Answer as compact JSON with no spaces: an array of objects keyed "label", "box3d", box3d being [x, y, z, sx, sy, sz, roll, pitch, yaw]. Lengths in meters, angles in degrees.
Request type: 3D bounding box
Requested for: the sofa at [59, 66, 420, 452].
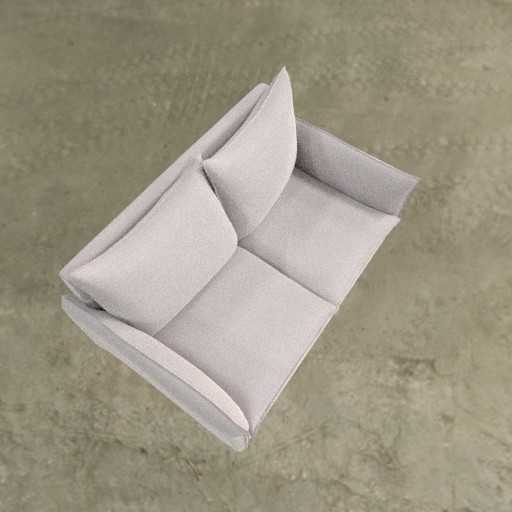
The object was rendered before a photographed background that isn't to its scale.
[{"label":"sofa","box3d":[0.000,0.000,1.856,0.820,0.840,1.300,32,65,17]}]
